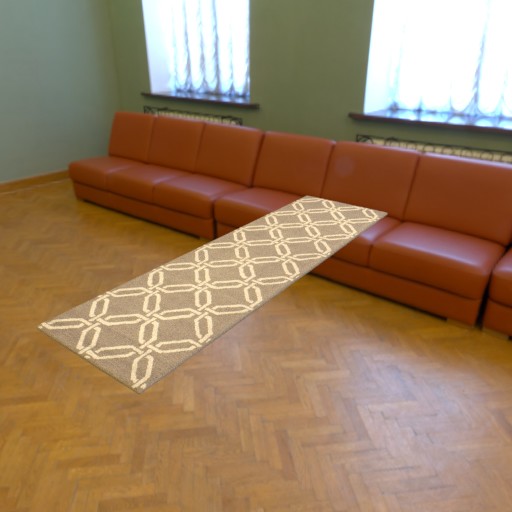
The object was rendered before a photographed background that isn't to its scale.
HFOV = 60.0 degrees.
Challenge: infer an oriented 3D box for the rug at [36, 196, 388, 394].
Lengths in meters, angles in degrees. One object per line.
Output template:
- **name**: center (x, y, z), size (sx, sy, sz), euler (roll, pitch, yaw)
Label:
- **rug**: center (0.000, 0.000, 2.550), size (0.678, 0.014, 2.276), euler (18, 31, 33)
